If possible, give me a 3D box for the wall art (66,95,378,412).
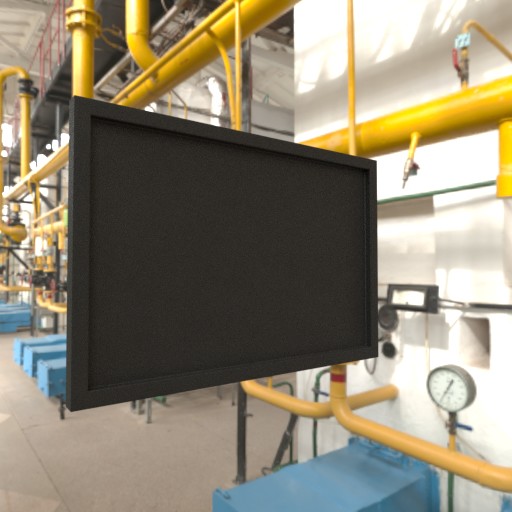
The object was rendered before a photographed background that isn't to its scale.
[{"bbox_3d":[0.000,0.000,0.558,0.443,0.301,0.021,1,-2,-36],"label":"wall art"}]
